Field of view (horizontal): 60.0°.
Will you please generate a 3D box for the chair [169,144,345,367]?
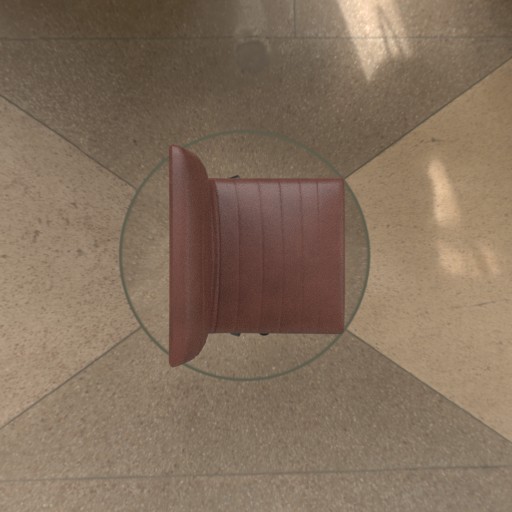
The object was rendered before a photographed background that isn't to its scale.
[{"bbox_3d":[0.000,0.000,1.153,0.530,0.780,0.556,0,90,-1],"label":"chair"}]
